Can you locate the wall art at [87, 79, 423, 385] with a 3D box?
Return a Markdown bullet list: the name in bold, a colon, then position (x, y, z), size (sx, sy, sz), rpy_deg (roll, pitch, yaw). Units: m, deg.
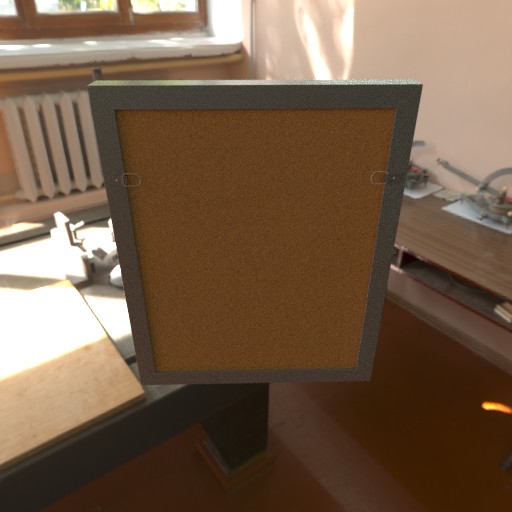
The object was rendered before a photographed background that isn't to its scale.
- **wall art**: position (0.000, 0.000, 0.513), size (0.308, 0.379, 0.030), rpy_deg (-1, 30, -1)
